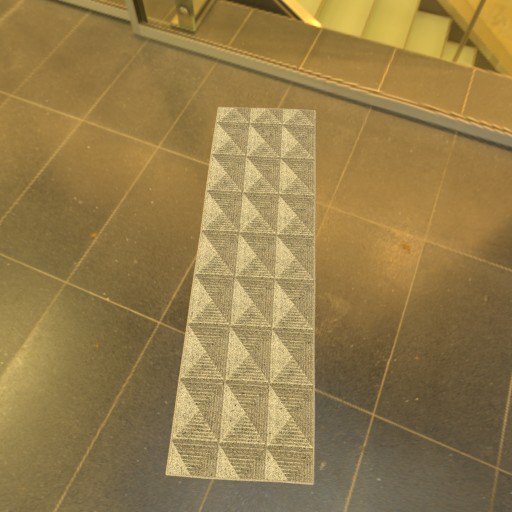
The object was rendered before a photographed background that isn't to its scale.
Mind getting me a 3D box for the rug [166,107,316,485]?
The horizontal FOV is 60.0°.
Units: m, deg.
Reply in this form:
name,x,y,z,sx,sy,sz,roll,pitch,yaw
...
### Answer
name,x,y,z,sx,sy,sz,roll,pitch,yaw
rug,0.000,0.000,2.404,0.645,0.015,2.182,3,63,2
